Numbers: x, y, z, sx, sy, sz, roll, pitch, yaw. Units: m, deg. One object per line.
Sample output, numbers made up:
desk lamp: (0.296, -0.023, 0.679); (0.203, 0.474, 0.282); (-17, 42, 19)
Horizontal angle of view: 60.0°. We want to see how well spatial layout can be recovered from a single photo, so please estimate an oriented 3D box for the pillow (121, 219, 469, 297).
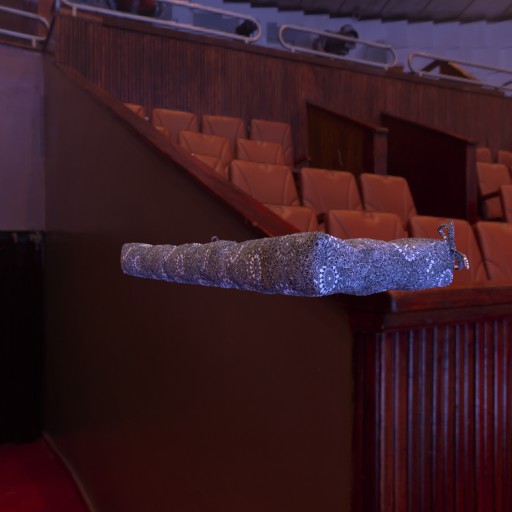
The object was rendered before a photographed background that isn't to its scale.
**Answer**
pillow: (0.000, 0.000, 1.384); (0.511, 0.174, 1.194); (0, 0, -35)
